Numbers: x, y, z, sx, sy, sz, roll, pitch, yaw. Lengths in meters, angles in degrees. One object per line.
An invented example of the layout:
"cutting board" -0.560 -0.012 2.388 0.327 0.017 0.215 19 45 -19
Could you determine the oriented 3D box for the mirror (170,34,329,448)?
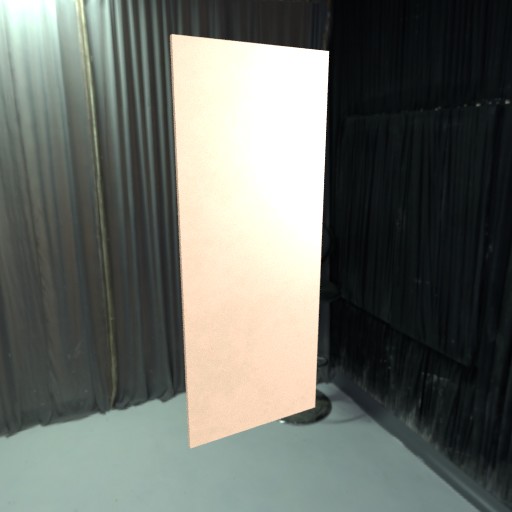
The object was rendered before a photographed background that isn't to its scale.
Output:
"mirror" 0.000 0.000 2.314 0.812 2.031 0.026 -8 17 -27
